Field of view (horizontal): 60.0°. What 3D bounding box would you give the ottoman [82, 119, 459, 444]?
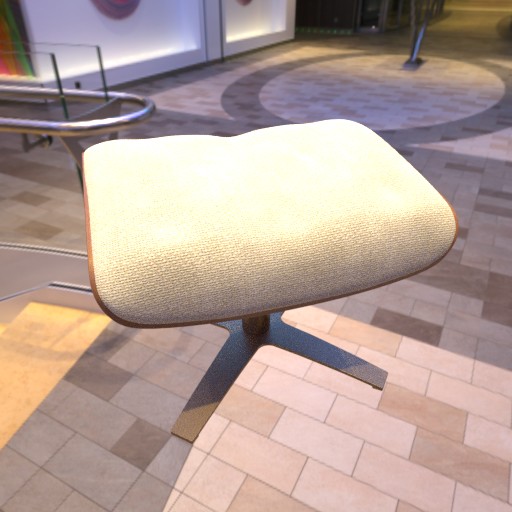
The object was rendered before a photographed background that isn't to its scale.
[{"bbox_3d":[0.000,0.000,0.785,0.520,0.391,0.394,-10,34,-15],"label":"ottoman"}]
